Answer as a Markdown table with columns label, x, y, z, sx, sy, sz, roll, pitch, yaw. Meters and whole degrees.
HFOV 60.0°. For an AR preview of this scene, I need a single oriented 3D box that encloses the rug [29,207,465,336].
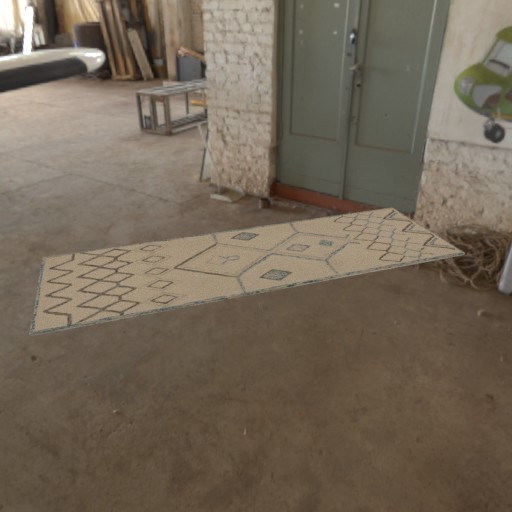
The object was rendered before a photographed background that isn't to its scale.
| label | x | y | z | sx | sy | sz | roll | pitch | yaw |
| --- | --- | --- | --- | --- | --- | --- | --- | --- | --- |
| rug | 0.000 | 0.000 | 2.676 | 2.434 | 0.013 | 0.770 | -9 | 30 | -16 |
